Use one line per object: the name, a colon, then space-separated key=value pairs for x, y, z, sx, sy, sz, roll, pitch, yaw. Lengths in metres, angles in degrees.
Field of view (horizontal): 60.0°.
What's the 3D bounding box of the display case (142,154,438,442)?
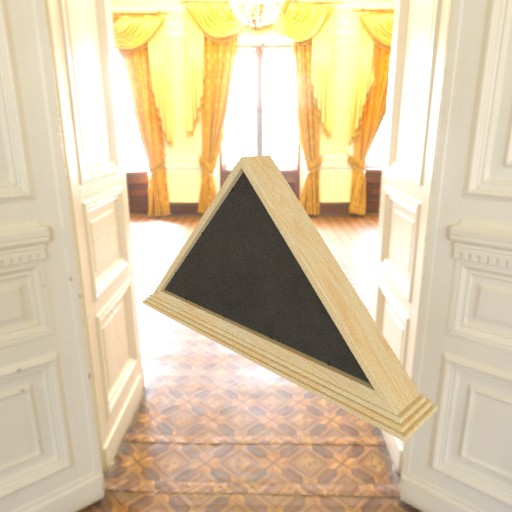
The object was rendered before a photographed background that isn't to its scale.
display case: x=0.000 y=0.000 z=0.768 sx=0.095 sy=0.340 sz=0.640 roll=-16 pitch=23 yaw=-42
